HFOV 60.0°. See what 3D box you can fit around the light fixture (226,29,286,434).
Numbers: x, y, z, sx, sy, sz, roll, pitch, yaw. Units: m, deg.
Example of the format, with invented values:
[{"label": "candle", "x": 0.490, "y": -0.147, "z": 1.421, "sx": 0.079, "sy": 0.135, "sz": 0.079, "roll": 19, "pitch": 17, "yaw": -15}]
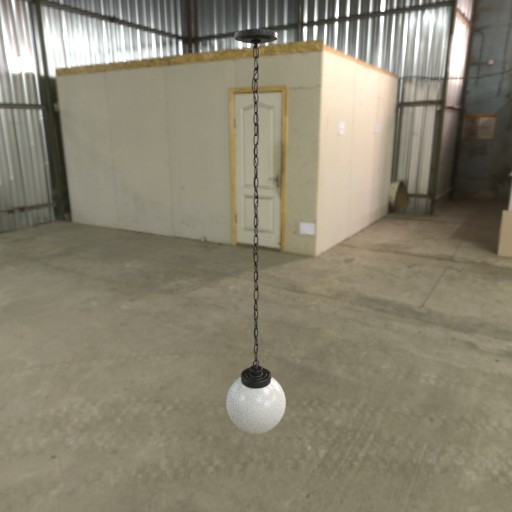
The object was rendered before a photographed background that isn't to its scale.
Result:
[{"label": "light fixture", "x": 0.000, "y": 0.000, "z": 2.048, "sx": 0.305, "sy": 1.867, "sz": 0.304, "roll": -10, "pitch": 19, "yaw": -29}]
